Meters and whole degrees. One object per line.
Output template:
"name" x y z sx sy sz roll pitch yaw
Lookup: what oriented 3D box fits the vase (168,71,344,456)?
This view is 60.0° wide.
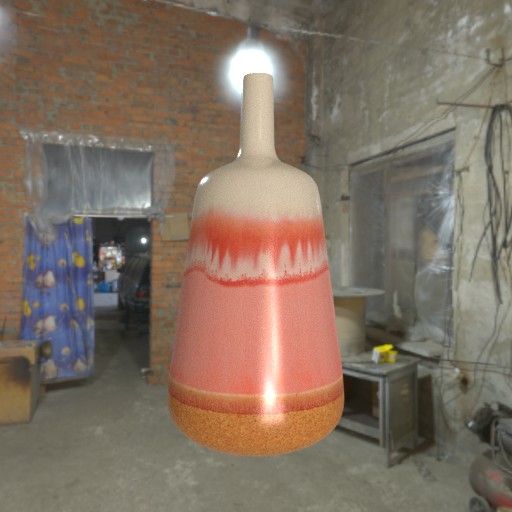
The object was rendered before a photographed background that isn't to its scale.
"vase" 0.000 0.000 0.370 0.144 0.296 0.144 0 0 0
